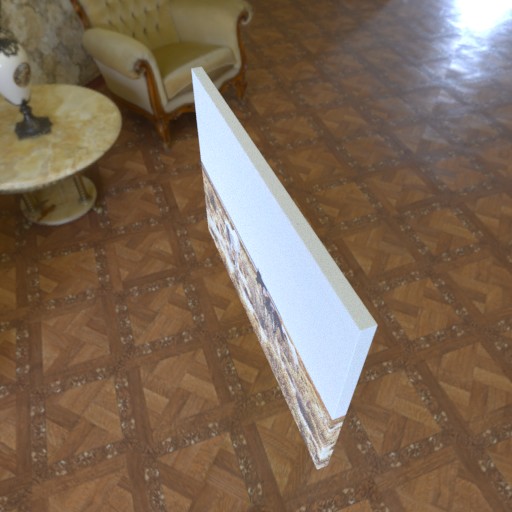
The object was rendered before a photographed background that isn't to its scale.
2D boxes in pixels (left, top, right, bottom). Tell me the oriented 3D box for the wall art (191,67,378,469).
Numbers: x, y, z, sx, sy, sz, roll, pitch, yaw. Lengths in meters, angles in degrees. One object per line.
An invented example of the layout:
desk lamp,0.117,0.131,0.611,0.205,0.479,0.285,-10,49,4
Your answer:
wall art,0.000,0.000,1.926,0.051,1.016,1.520,-16,49,-14
